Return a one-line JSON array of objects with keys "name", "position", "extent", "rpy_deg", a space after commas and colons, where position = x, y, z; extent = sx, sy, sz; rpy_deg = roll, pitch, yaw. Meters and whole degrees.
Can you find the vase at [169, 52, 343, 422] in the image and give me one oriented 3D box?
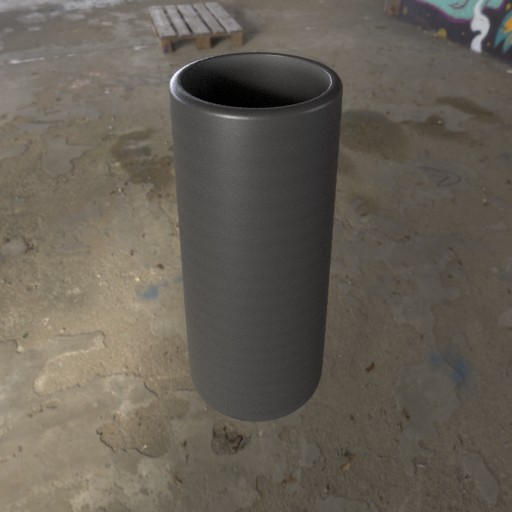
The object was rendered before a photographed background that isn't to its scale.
[{"name": "vase", "position": [0.000, 0.000, 0.365], "extent": [0.136, 0.289, 0.136], "rpy_deg": [0, 41, 0]}]
